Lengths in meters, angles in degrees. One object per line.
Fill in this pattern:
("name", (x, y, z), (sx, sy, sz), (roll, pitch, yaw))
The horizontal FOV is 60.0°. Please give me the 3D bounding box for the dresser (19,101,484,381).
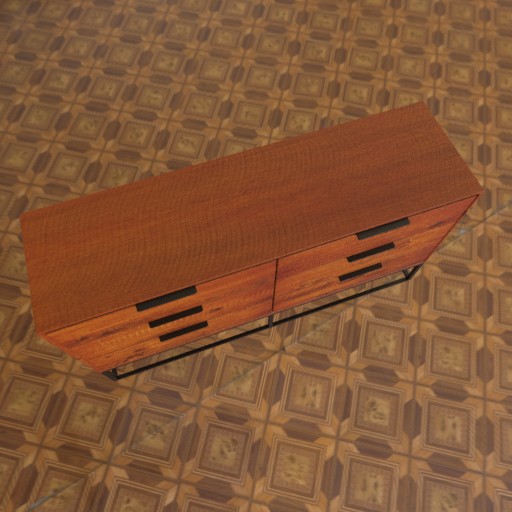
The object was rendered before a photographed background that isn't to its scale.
("dresser", (0.000, 0.000, 1.878), (1.536, 0.810, 0.464), (-18, 66, -8))
